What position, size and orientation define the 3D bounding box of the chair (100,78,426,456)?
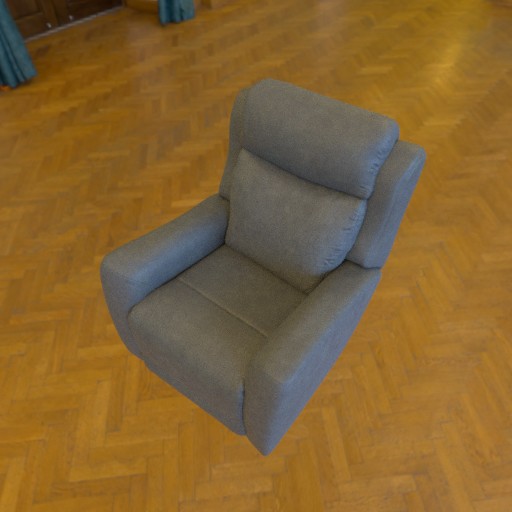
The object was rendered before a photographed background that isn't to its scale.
[{"bbox_3d":[0.000,0.000,1.930,0.967,1.116,1.068,29,54,24],"label":"chair"}]
